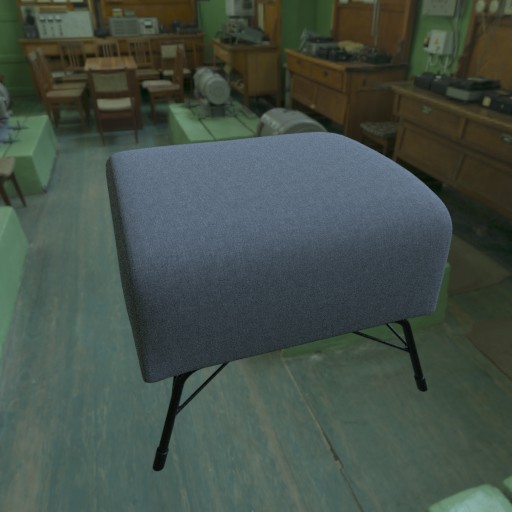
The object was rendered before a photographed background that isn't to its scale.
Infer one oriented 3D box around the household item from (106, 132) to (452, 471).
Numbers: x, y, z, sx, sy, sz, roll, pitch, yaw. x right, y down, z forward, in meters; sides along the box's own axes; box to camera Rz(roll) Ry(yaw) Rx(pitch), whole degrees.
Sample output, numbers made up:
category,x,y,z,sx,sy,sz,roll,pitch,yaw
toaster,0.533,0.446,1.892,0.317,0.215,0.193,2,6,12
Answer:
category,x,y,z,sx,sy,sz,roll,pitch,yaw
household item,0.000,0.000,0.896,0.530,0.410,0.530,-10,32,-16
